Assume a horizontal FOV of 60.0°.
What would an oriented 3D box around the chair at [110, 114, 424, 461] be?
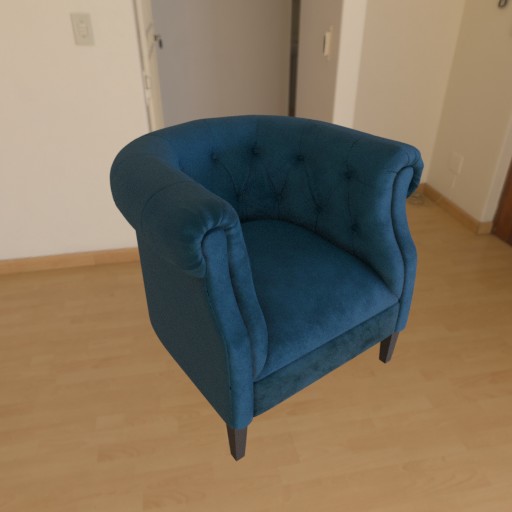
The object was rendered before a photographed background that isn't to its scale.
[{"bbox_3d":[0.000,0.000,1.585,0.904,0.826,0.851,-21,37,-31],"label":"chair"}]
